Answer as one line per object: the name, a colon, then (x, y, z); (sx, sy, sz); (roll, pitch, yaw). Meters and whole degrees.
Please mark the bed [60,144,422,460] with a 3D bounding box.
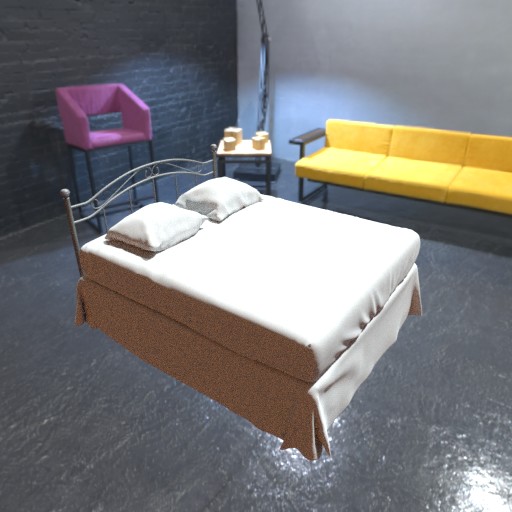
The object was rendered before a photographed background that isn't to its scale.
bed: (0.000, 0.000, 3.338); (2.215, 1.080, 1.936); (18, 33, 31)
